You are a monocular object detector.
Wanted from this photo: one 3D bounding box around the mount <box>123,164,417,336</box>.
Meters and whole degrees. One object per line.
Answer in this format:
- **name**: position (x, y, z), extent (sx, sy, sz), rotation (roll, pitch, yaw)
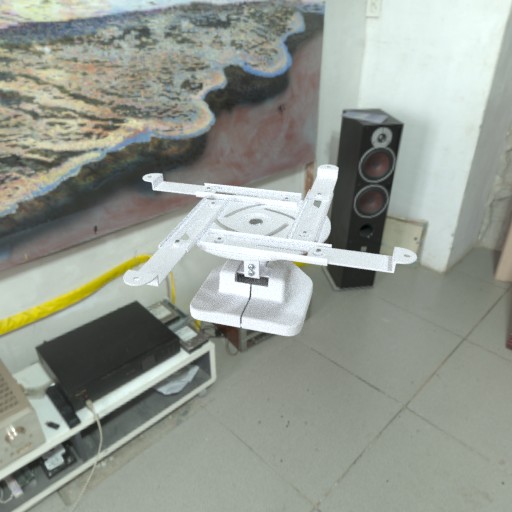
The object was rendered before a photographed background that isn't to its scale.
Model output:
- **mount**: position (0.000, 0.000, 0.609), extent (0.394, 0.141, 0.394), rotation (8, 32, 13)
